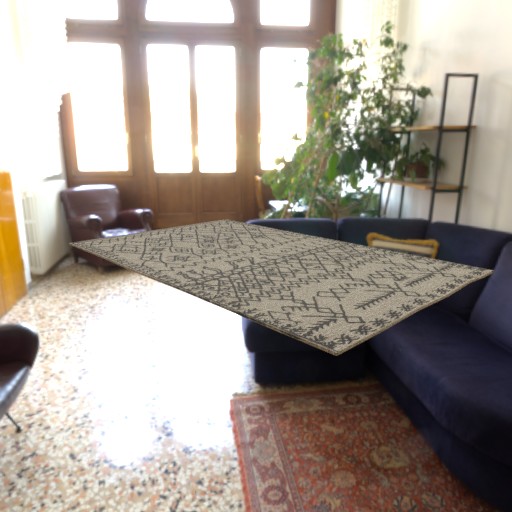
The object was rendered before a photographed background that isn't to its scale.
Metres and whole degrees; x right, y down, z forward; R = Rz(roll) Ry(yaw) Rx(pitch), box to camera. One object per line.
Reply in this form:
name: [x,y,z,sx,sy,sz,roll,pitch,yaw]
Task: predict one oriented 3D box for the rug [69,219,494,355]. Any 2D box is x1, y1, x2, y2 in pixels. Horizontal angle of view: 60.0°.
rug: [0.000,0.000,4.607,2.393,0.019,3.824,-13,20,-42]
